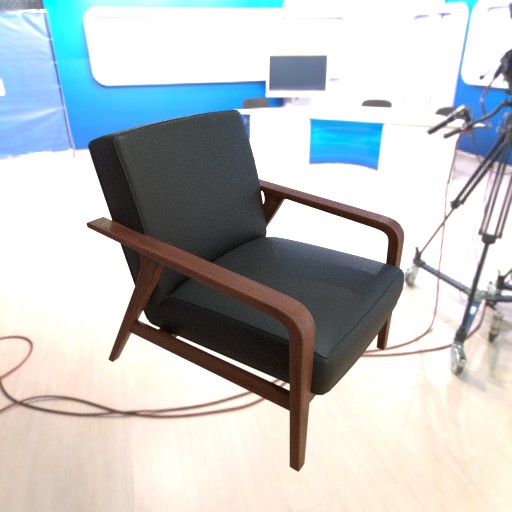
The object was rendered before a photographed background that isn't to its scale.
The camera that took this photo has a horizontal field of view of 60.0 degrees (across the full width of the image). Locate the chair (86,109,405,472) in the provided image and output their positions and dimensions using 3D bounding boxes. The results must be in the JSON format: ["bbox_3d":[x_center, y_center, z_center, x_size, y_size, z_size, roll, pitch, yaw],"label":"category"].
[{"bbox_3d":[0.000,0.000,1.508,0.889,0.861,0.719,18,32,31],"label":"chair"}]
